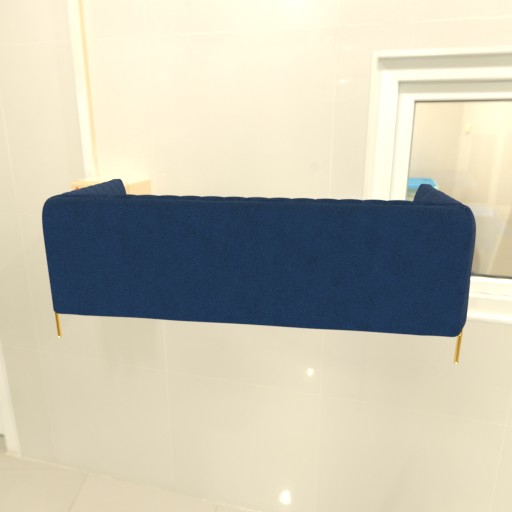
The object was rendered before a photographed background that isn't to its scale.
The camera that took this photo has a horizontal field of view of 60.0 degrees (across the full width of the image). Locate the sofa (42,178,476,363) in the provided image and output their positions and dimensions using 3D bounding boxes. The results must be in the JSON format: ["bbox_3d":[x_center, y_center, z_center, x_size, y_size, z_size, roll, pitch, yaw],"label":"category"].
[{"bbox_3d":[0.000,0.000,2.562,2.136,0.793,0.896,2,17,7],"label":"sofa"}]
